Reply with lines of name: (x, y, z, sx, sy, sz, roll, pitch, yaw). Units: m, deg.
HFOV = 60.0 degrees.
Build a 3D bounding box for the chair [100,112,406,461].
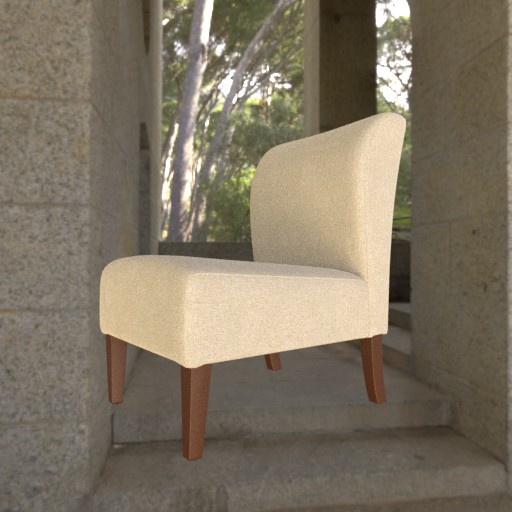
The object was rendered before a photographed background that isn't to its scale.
chair: (0.000, 0.000, 1.281, 0.754, 0.833, 0.521, 0, 0, -37)
